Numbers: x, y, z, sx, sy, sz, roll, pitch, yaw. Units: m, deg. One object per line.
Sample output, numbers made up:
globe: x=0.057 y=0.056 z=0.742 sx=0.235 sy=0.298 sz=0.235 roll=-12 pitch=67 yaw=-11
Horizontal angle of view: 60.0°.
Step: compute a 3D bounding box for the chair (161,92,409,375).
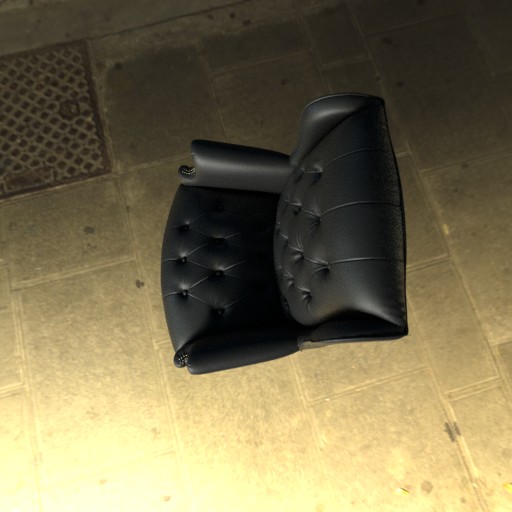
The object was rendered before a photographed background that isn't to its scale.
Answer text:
chair: x=0.000 y=0.000 z=1.640 sx=0.762 sy=1.111 sz=0.838 roll=-1 pitch=76 yaw=0
